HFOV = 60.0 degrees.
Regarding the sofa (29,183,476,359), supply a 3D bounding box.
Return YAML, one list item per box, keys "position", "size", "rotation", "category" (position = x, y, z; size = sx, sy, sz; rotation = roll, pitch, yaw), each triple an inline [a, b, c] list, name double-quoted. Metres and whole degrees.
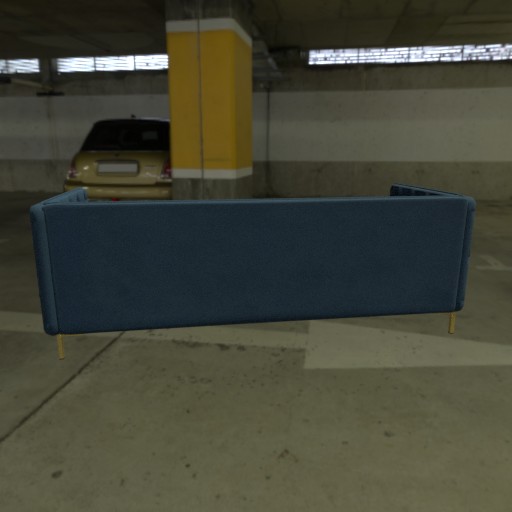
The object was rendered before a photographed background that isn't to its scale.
- position: [0.000, 0.000, 2.614]
  size: [2.209, 0.771, 0.895]
  rotation: [-2, 14, -8]
  category: "sofa"
